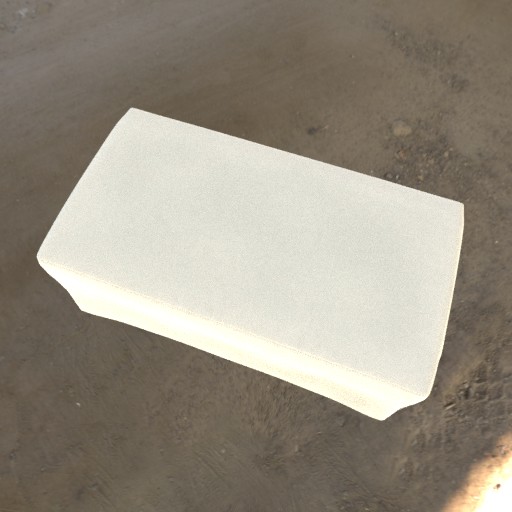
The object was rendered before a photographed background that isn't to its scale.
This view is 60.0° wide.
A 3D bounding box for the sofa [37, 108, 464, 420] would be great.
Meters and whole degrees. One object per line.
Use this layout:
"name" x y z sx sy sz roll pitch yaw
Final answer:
"sofa" 0.000 0.000 2.078 1.677 0.552 0.939 18 66 8
